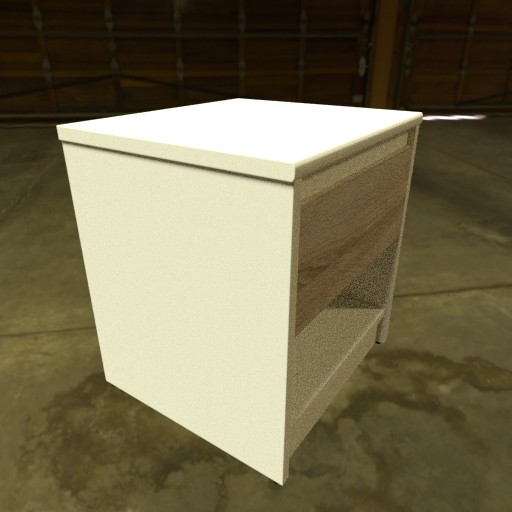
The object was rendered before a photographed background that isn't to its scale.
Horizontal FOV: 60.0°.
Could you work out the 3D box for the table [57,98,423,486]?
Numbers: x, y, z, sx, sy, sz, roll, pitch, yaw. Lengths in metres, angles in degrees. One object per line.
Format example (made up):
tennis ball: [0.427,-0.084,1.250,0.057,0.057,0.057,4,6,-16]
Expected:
table: [0.000,0.000,0.769,0.380,0.460,0.420,16,30,31]
